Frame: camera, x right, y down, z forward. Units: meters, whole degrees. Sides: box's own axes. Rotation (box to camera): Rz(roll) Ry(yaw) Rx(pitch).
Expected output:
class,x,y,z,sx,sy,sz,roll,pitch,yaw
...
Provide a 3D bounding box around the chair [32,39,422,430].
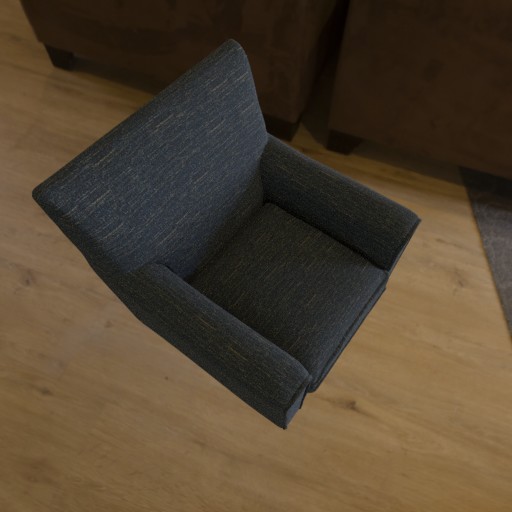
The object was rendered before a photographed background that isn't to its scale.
class,x,y,z,sx,sy,sz,roll,pitch,yaw
chair,0.000,0.000,1.609,0.873,0.928,0.864,33,65,18
